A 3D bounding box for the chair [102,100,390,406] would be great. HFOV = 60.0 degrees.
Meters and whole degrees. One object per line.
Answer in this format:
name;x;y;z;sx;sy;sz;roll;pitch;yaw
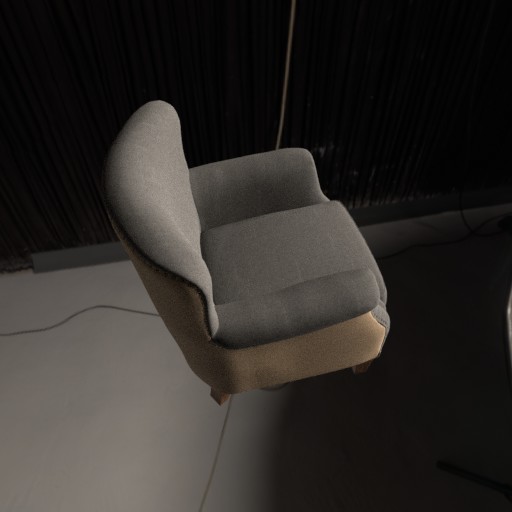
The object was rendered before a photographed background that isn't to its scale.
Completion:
chair;0.000;0.000;1.676;0.921;0.936;0.861;-9;49;-8
